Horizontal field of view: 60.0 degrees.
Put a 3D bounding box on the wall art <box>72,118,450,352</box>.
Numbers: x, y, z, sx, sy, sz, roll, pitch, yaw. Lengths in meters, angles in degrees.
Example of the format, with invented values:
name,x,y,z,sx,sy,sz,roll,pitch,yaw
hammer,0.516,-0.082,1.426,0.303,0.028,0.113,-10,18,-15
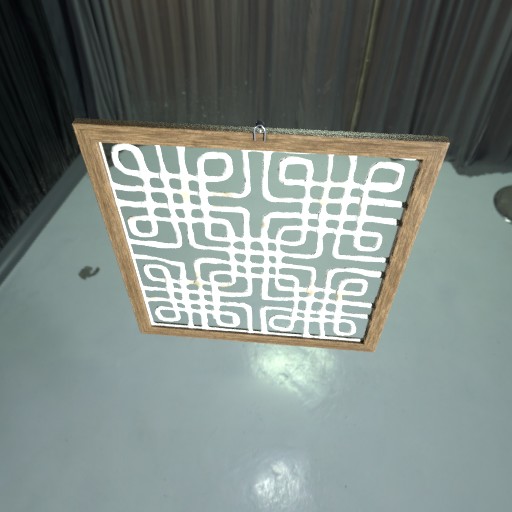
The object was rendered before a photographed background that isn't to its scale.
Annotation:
name,x,y,z,sx,sy,sz,roll,pitch,yaw
wall art,0.000,0.000,0.854,0.561,0.582,0.021,4,46,4
